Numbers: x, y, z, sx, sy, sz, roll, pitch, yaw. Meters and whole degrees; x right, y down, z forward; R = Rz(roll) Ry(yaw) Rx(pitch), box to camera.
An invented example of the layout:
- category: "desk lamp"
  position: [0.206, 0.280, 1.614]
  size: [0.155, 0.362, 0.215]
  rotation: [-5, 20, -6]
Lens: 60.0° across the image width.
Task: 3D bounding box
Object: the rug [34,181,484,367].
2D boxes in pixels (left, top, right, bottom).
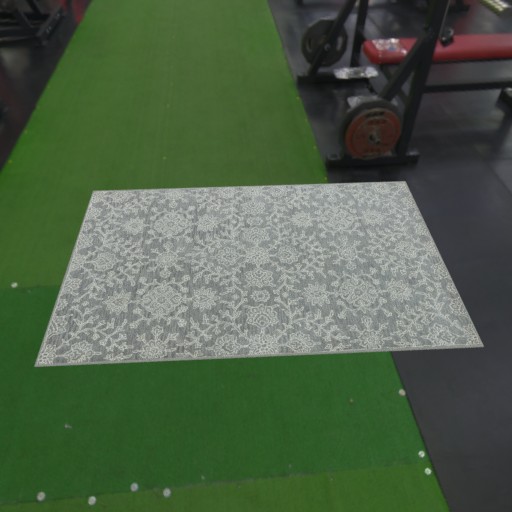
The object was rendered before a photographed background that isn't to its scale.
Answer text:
- category: "rug"
  position: [0.000, 0.000, 2.919]
  size: [2.430, 0.010, 1.515]
  rotation: [-2, 46, -2]
